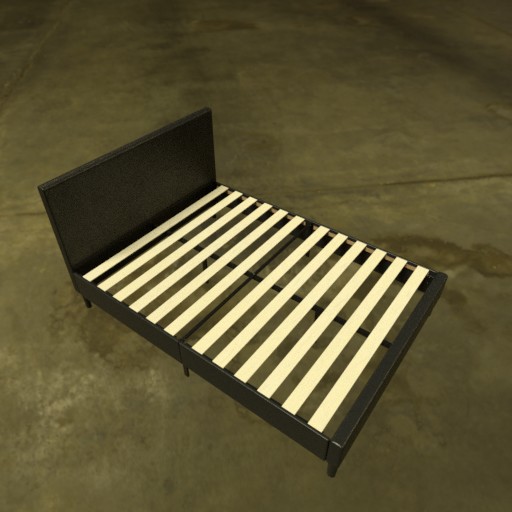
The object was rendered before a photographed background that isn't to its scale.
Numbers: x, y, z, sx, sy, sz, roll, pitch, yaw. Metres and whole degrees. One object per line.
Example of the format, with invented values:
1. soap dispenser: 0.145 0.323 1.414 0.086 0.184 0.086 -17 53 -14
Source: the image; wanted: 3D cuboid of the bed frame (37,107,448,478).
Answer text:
1. bed frame: 0.000 0.000 3.186 2.318 1.127 1.634 26 47 27
